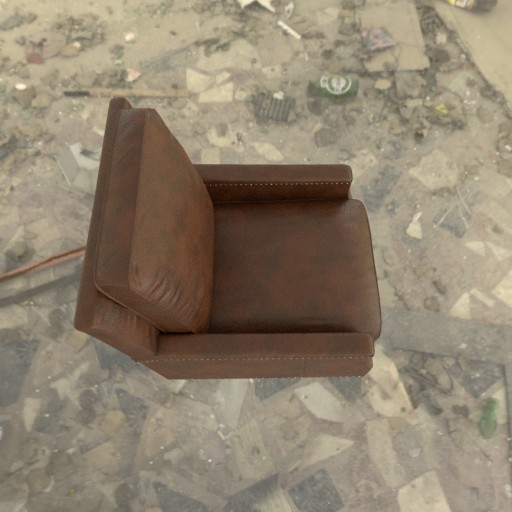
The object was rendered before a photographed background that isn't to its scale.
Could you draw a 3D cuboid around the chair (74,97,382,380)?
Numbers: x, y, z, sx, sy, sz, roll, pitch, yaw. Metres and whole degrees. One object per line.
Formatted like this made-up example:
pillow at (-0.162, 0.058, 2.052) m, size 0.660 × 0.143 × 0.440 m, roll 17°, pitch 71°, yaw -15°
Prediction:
chair at (0.000, 0.000, 1.810) m, size 1.035 × 1.054 × 0.854 m, roll -1°, pitch 65°, yaw 0°
